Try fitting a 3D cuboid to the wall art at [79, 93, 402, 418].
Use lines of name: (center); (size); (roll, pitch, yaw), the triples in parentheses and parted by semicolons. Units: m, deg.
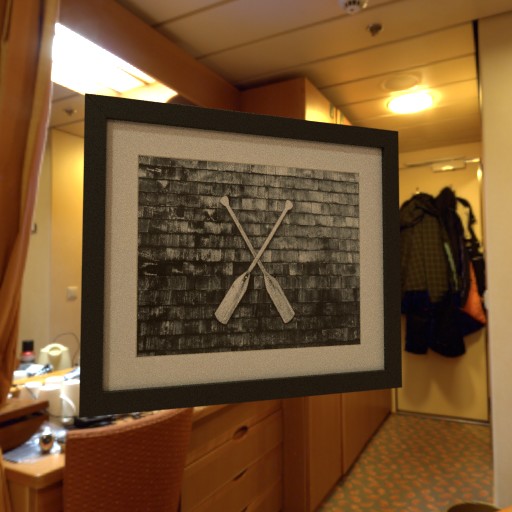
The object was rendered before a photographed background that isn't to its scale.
wall art: (0.000, 0.000, 0.523); (0.381, 0.330, 0.029); (1, -3, -18)
